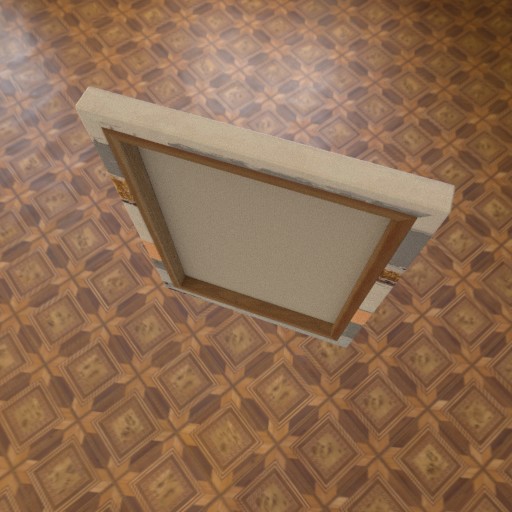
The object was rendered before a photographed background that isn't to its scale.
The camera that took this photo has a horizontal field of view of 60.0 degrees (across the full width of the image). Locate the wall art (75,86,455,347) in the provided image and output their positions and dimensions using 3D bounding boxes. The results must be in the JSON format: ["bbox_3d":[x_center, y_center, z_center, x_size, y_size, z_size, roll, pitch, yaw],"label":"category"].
[{"bbox_3d":[0.000,0.000,0.790,0.456,0.609,0.038,17,66,8],"label":"wall art"}]
